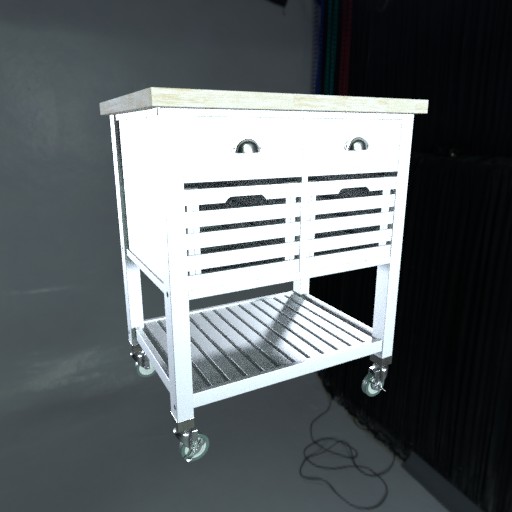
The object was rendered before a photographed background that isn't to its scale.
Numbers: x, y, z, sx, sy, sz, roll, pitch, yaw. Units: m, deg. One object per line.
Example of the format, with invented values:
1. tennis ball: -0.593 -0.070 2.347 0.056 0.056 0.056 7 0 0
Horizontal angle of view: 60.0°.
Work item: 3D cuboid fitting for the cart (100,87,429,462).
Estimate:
1. cart: 0.000 0.000 1.387 0.762 0.914 0.559 -8 18 -27
